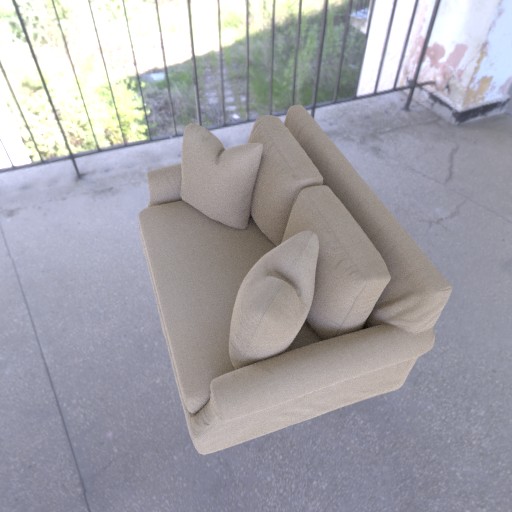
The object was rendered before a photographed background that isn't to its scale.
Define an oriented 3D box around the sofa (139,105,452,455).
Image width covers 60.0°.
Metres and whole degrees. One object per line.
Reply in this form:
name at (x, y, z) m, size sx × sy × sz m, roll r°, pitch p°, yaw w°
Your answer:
sofa at (0.000, 0.000, 2.227) m, size 1.070 × 0.905 × 1.550 m, roll -15°, pitch 49°, yaw -13°
